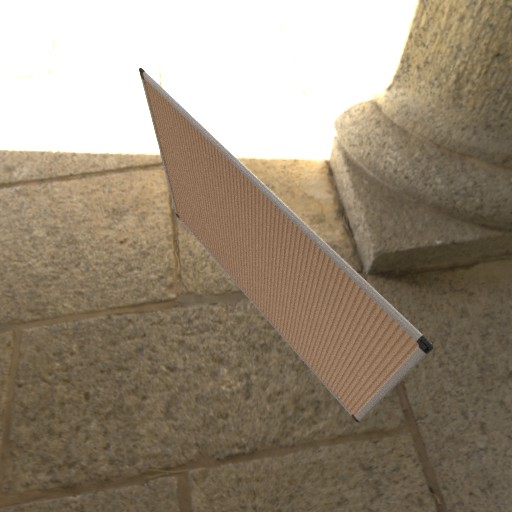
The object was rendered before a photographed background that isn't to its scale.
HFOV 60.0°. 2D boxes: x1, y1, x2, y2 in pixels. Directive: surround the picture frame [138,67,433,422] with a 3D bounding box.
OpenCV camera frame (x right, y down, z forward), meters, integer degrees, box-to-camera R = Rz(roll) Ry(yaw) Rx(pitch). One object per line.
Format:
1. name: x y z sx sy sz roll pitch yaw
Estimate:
1. picture frame: 0.000 0.000 1.138 0.010 0.600 0.900 -34 65 -19
